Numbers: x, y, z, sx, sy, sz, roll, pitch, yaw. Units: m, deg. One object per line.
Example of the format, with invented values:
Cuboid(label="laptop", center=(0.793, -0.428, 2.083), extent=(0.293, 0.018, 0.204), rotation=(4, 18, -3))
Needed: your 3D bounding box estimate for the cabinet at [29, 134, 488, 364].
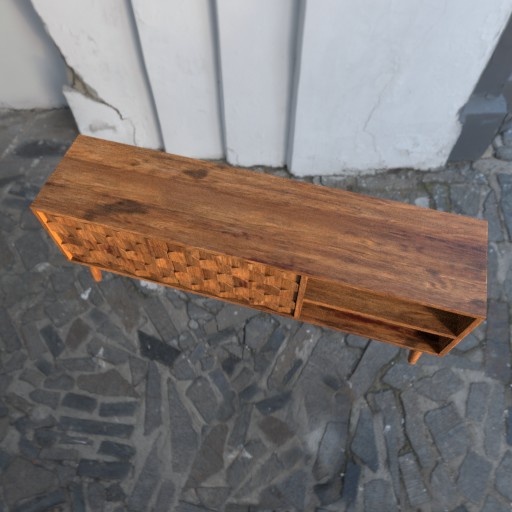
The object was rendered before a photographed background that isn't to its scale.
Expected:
Cuboid(label="cabinet", center=(0.000, 0.000, 1.666), extent=(1.448, 0.528, 0.349), rotation=(14, 60, 8))
